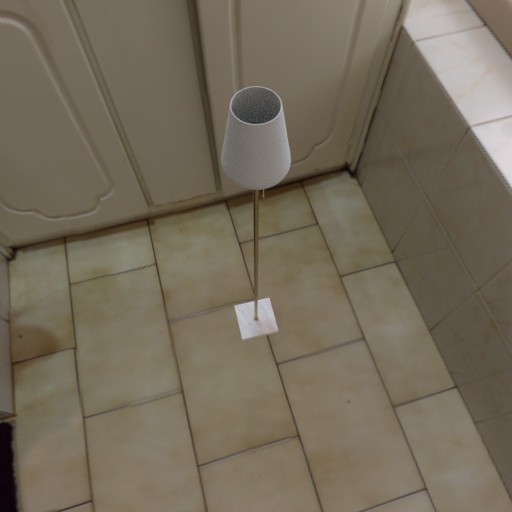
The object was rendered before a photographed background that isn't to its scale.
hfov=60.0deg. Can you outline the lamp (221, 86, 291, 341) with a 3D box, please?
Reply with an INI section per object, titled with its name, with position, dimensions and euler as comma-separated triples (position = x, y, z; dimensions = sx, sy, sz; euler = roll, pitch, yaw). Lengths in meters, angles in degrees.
[lamp]
position = 0.000, 0.000, 2.000
dimensions = 0.232, 1.813, 0.229
euler = -12, 64, -6
